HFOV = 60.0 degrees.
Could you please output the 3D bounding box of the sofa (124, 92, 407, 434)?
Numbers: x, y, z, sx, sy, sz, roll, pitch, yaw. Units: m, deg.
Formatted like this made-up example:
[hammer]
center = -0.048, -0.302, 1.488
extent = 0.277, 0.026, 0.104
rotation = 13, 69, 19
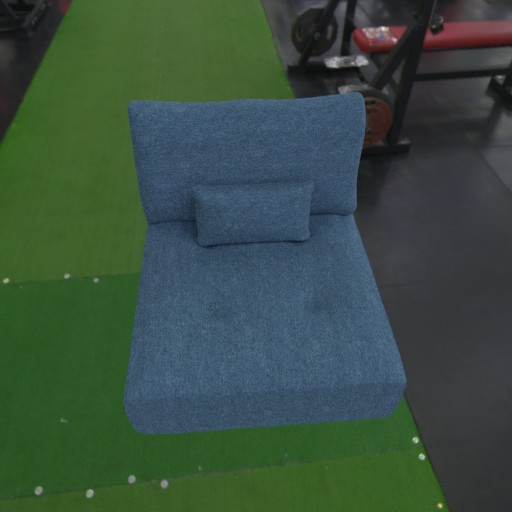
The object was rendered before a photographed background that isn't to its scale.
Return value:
[sofa]
center = 0.000, 0.000, 1.670
extent = 0.930, 0.820, 1.000
rotation = -3, 47, -3
